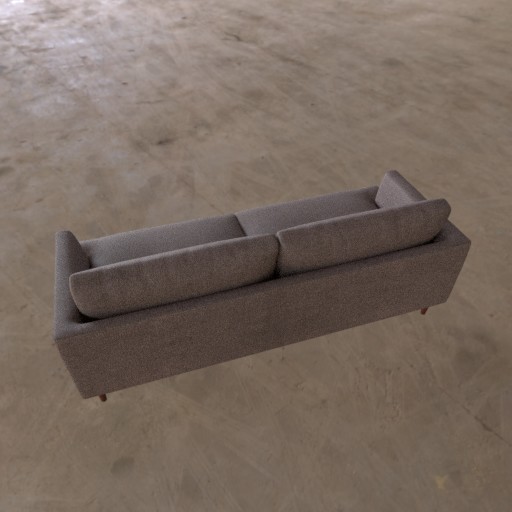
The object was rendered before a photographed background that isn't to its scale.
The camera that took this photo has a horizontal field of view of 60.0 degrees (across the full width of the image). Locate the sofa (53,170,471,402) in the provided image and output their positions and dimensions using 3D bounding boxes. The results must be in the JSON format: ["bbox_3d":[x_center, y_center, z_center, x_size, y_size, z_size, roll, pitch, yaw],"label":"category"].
[{"bbox_3d":[0.000,0.000,2.731,2.250,0.868,1.020,-12,43,-13],"label":"sofa"}]
